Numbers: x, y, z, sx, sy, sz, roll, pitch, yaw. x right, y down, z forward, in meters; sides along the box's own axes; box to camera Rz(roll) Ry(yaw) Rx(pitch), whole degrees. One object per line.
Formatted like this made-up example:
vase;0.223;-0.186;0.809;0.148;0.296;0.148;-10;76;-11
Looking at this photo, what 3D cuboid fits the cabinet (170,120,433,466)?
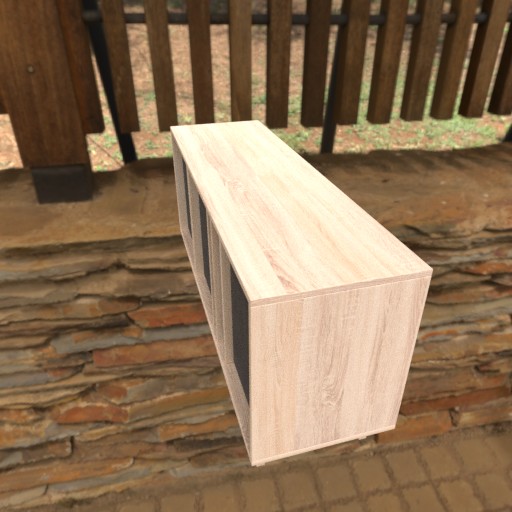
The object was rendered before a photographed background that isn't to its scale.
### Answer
cabinet;0.000;0.000;1.989;0.500;0.780;1.650;-8;32;-14
